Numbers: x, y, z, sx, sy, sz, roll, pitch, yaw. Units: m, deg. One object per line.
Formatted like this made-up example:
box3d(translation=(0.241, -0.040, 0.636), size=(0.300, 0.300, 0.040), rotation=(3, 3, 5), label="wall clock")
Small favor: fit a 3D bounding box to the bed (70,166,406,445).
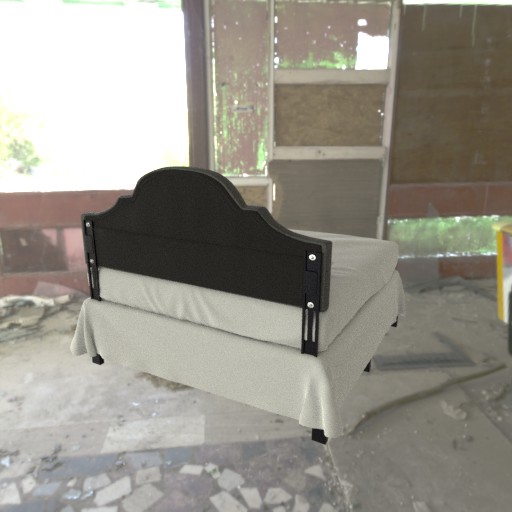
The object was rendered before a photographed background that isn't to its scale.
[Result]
box3d(translation=(0.000, 0.000, 3.788), size=(2.303, 1.631, 2.222), rotation=(9, 18, 28), label="bed")
